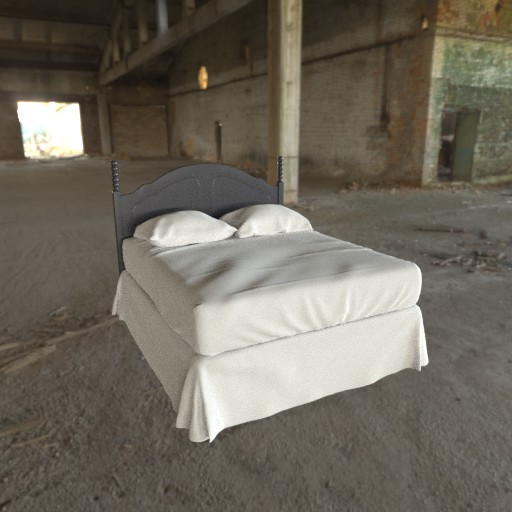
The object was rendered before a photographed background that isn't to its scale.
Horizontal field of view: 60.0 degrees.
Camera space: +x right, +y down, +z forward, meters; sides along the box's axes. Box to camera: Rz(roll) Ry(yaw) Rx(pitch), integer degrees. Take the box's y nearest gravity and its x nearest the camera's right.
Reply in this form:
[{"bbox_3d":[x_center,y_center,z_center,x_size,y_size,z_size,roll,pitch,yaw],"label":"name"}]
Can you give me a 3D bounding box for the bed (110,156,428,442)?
[{"bbox_3d":[0.000,0.000,3.342,1.873,1.356,2.040,-8,17,-27],"label":"bed"}]
